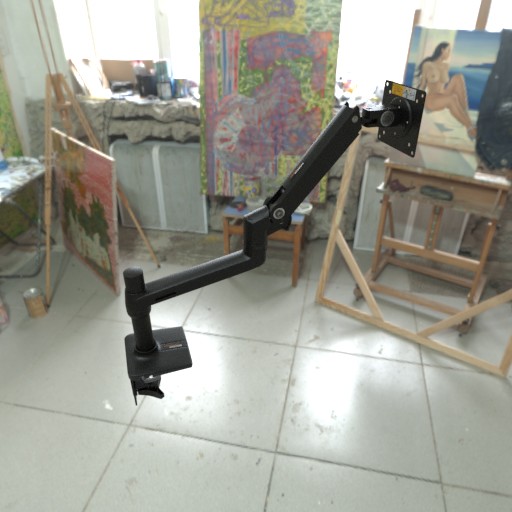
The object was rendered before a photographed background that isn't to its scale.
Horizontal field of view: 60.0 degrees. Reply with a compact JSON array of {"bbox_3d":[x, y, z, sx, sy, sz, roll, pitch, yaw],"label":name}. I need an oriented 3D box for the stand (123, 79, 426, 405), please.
[{"bbox_3d":[0.000,0.000,1.022,0.650,0.713,0.152,-9,32,-15],"label":"stand"}]
